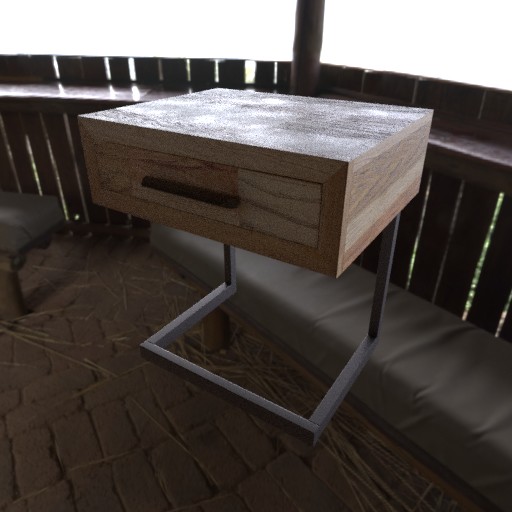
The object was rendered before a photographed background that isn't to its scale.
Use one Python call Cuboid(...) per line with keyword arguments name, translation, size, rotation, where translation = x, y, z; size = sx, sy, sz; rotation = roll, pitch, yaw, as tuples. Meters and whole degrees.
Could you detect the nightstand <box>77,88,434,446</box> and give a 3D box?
Cuboid(name="nightstand", translation=(0.000, 0.000, 1.016), size=(0.558, 0.632, 0.481), rotation=(17, 33, 29))
